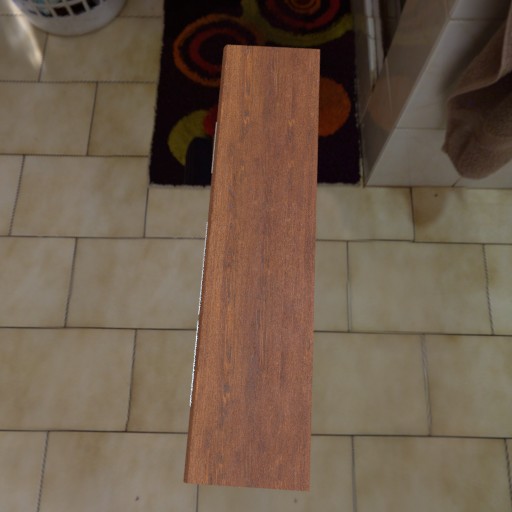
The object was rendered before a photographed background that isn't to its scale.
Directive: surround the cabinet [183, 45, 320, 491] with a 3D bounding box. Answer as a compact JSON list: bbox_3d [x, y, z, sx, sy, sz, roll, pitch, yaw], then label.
[{"bbox_3d":[0.000,0.000,1.805,0.419,0.510,1.600,3,74,1],"label":"cabinet"}]
